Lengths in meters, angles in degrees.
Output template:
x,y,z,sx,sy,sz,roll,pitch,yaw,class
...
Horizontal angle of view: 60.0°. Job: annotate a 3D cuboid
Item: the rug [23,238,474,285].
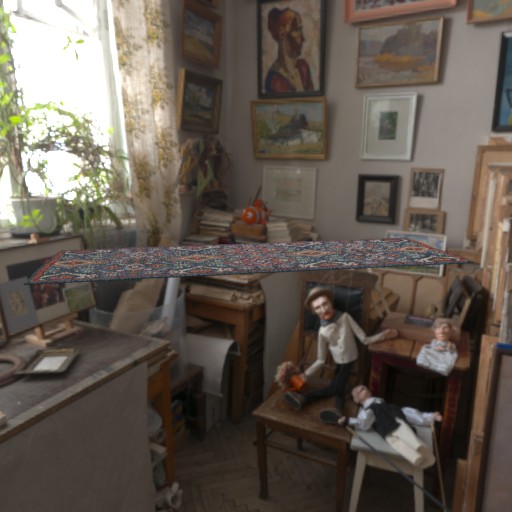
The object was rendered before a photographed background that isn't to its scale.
x,y,z,sx,sy,sz,roll,pitch,yaw,class
0.000,0.000,2.746,2.459,0.010,0.801,-2,13,-10,rug
